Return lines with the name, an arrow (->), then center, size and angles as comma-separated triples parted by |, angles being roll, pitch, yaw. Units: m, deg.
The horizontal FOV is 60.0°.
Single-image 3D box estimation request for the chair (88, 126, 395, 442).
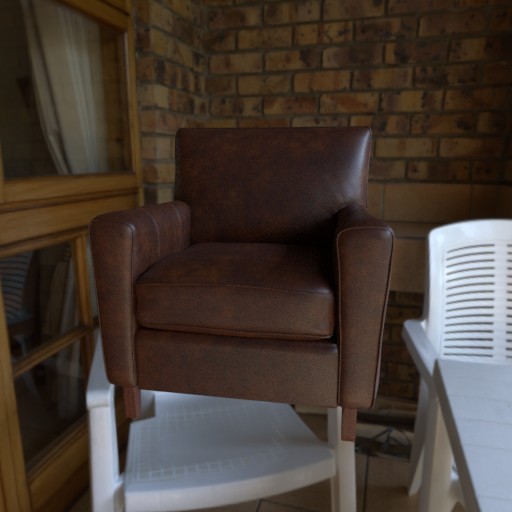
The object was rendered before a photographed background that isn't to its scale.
chair -> 0.000, 0.000, 1.607 | 0.870, 0.943, 0.823 | 2, 13, 10
